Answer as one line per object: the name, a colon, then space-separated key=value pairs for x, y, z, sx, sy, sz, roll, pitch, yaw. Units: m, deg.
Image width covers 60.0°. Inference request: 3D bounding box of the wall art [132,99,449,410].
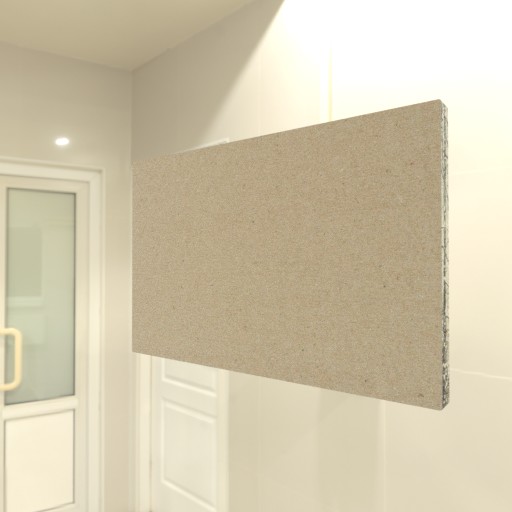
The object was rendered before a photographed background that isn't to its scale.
wall art: x=0.000 y=0.000 z=0.765 sx=0.618 sy=0.398 sz=0.042 roll=0 pitch=-1 yaw=37
